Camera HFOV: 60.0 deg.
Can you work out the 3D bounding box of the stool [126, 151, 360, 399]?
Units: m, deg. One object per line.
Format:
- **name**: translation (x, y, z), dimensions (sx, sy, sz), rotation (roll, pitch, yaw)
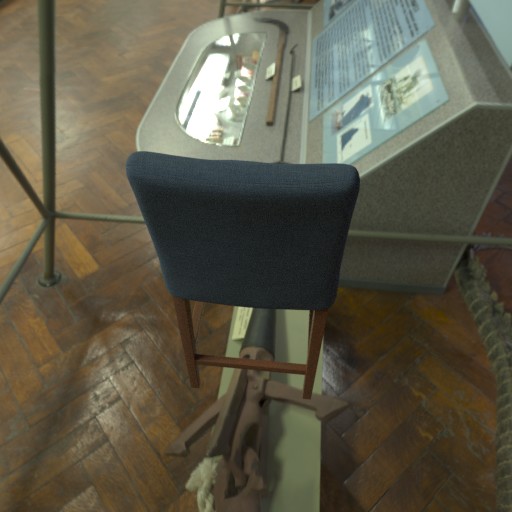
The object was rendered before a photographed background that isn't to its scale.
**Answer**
- **stool**: translation (0.000, 0.000, 1.289), dimensions (0.470, 0.981, 0.577), rotation (4, 47, 4)
